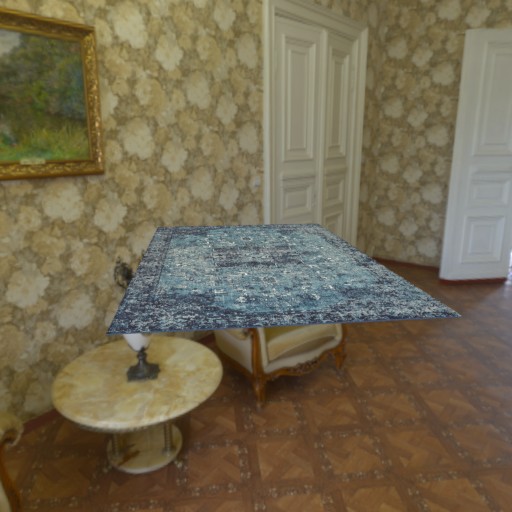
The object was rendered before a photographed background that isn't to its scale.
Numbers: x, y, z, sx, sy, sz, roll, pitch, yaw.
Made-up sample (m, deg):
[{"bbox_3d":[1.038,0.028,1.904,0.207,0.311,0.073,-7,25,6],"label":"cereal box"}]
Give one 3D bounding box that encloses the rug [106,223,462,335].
[{"bbox_3d":[0.000,0.000,3.030,1.525,0.007,2.440,-2,14,-7],"label":"rug"}]
